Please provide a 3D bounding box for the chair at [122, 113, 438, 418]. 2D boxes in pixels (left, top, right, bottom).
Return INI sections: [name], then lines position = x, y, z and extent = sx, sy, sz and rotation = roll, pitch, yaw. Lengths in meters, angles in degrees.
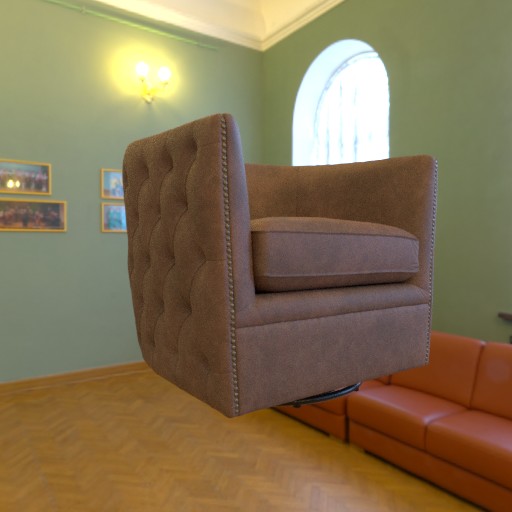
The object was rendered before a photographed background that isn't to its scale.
[chair]
position = 0.000, 0.000, 1.521
extent = 0.850, 0.790, 0.870
rotation = -1, 2, -36
